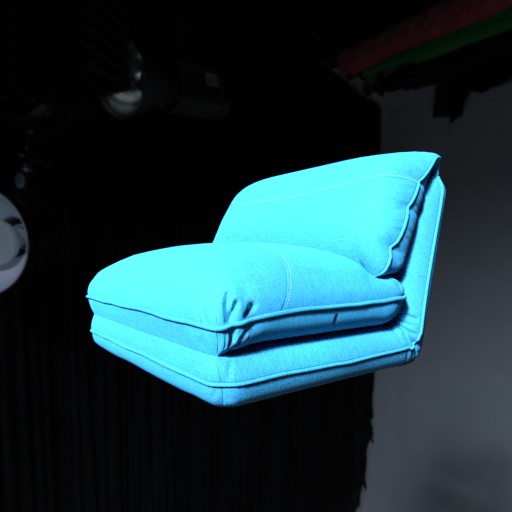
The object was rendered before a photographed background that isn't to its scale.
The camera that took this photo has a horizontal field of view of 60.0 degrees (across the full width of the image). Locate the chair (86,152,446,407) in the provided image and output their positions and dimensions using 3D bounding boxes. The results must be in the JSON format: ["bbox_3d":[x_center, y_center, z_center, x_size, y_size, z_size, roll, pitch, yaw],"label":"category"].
[{"bbox_3d":[0.000,0.000,1.313,0.780,0.580,0.820,0,0,-37],"label":"chair"}]
